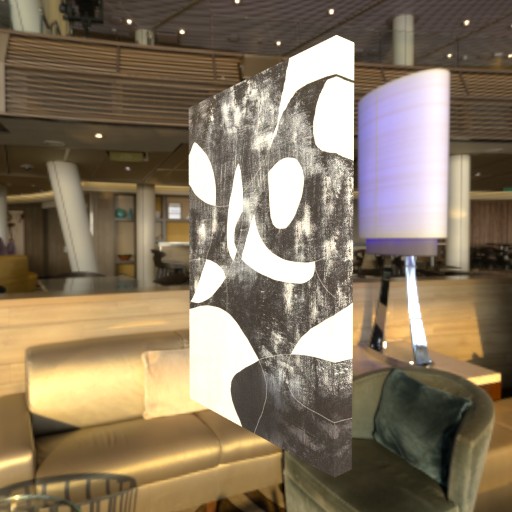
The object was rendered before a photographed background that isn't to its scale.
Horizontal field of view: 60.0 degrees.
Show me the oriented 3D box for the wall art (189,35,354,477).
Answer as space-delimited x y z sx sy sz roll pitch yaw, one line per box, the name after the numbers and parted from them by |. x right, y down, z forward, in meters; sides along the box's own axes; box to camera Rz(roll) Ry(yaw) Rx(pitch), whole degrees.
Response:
0.000 0.000 0.782 0.039 0.610 0.407 -1 2 -38 | wall art
